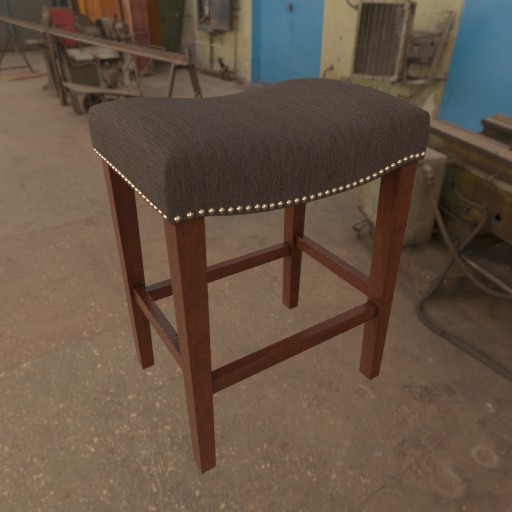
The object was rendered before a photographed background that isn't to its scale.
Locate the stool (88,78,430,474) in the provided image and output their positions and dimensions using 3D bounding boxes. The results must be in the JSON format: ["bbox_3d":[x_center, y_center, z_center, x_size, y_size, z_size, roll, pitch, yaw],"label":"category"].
[{"bbox_3d":[0.000,0.000,0.933,0.504,0.654,0.372,-18,35,-27],"label":"stool"}]
